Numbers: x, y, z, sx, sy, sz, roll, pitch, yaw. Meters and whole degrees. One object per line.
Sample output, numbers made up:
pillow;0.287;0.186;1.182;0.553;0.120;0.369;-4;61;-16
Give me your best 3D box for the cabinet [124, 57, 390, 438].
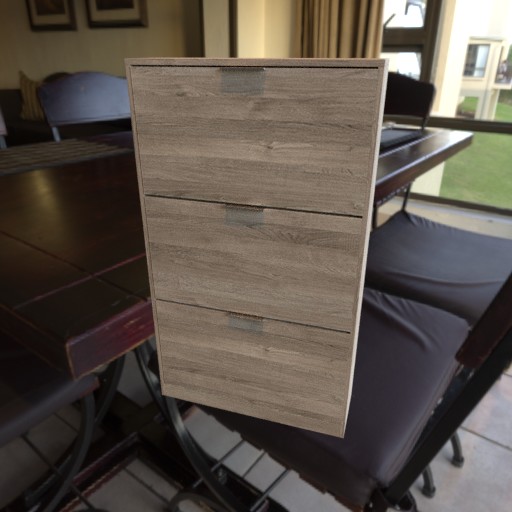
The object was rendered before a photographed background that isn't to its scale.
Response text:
cabinet;0.000;0.000;1.572;0.750;1.280;0.250;8;26;16
